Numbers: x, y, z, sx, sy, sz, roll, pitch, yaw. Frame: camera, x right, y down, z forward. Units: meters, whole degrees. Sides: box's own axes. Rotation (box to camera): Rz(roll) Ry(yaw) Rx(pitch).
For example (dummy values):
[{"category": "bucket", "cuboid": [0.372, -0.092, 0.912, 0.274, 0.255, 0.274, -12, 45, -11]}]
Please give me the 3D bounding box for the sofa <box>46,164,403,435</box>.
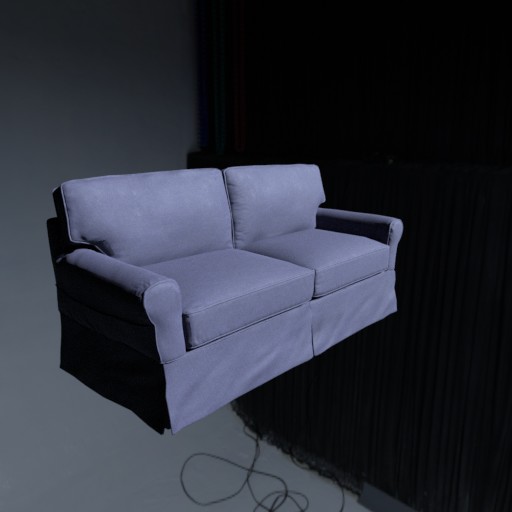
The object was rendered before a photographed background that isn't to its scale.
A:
[{"category": "sofa", "cuboid": [0.000, 0.000, 2.851, 0.983, 1.094, 2.256, 14, 20, 43]}]
